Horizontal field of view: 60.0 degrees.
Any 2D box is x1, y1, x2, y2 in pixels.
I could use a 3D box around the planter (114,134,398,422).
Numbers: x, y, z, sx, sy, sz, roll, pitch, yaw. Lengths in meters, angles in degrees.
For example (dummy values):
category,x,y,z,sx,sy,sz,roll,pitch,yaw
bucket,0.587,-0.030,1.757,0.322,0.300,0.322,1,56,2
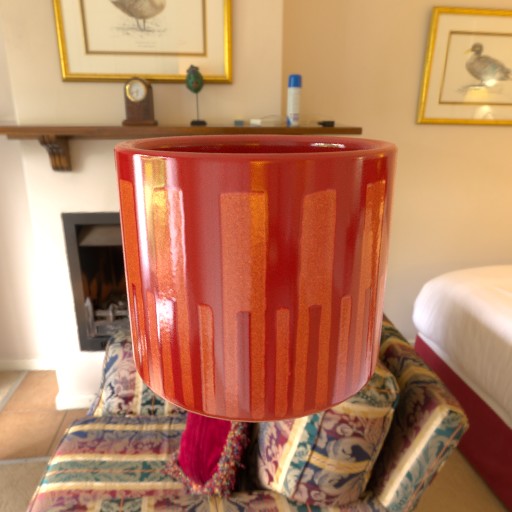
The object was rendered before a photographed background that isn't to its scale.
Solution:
category,x,y,z,sx,sy,sz,roll,pitch,yaw
planter,0.000,0.000,0.404,0.230,0.202,0.230,0,18,0
